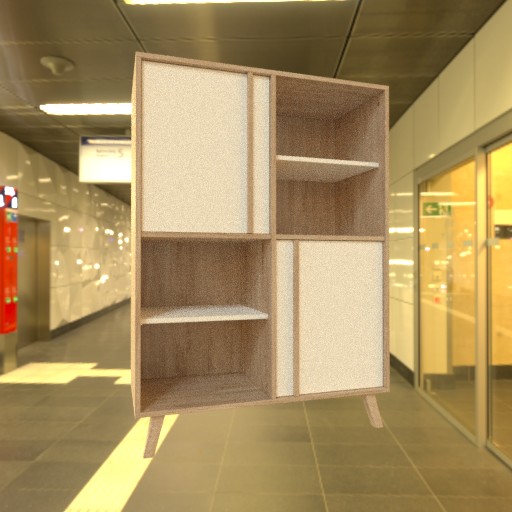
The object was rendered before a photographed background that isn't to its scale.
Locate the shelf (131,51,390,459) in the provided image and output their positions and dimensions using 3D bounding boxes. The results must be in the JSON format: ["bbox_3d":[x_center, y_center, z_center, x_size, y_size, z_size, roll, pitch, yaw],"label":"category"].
[{"bbox_3d":[0.000,0.000,1.869,1.000,1.390,0.450,0,-1,-18],"label":"shelf"}]
